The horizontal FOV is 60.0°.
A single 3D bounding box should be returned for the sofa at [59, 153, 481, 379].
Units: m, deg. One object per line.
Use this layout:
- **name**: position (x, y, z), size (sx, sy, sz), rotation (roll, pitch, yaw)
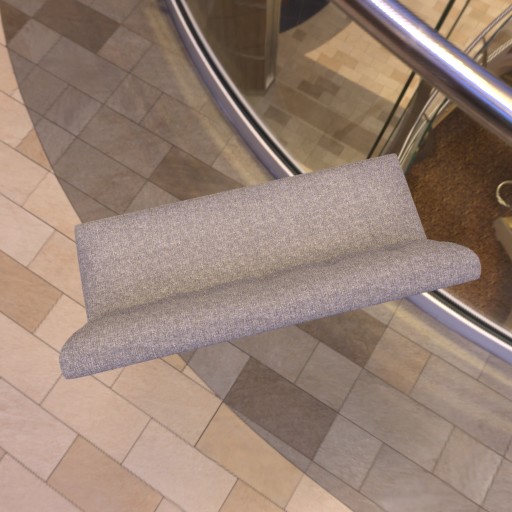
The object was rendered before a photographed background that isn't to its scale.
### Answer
- **sofa**: position (0.000, 0.000, 2.257), size (1.820, 0.770, 0.820), rotation (-13, 76, -3)
